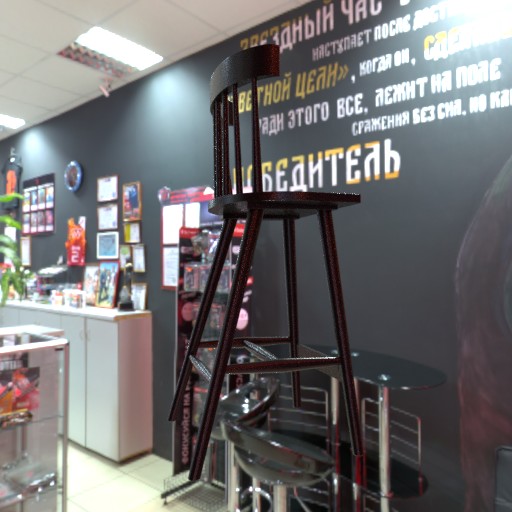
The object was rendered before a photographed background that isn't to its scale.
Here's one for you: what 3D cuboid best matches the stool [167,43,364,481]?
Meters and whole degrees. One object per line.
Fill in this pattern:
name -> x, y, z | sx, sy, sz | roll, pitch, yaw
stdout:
stool -> 0.000, 0.000, 1.358 | 0.483, 1.092, 0.482 | 0, -1, -18
